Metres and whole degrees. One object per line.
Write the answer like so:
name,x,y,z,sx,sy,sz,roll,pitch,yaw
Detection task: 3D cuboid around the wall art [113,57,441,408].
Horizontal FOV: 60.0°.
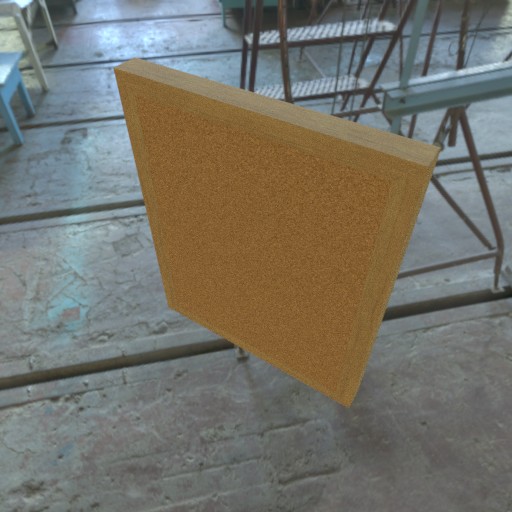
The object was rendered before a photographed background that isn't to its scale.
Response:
wall art,0.000,0.000,0.519,0.312,0.380,0.030,25,51,22
